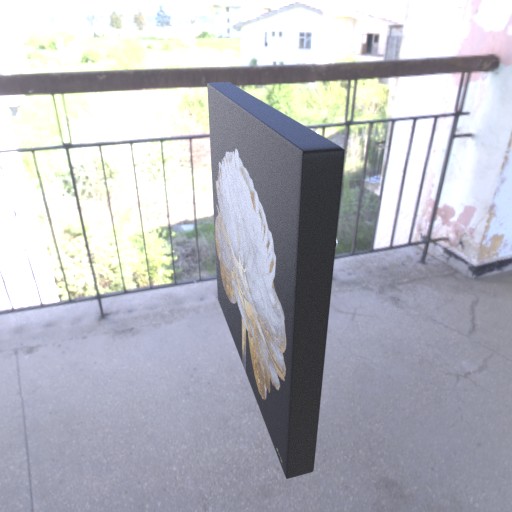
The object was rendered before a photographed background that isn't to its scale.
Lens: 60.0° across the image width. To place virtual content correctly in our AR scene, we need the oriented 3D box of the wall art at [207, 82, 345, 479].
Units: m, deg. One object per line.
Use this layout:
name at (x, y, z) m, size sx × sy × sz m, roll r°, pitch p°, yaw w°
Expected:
wall art at (0.000, 0.000, 0.620) m, size 0.041 × 0.407 × 0.406 m, roll -8°, pitch 30°, yaw -14°
